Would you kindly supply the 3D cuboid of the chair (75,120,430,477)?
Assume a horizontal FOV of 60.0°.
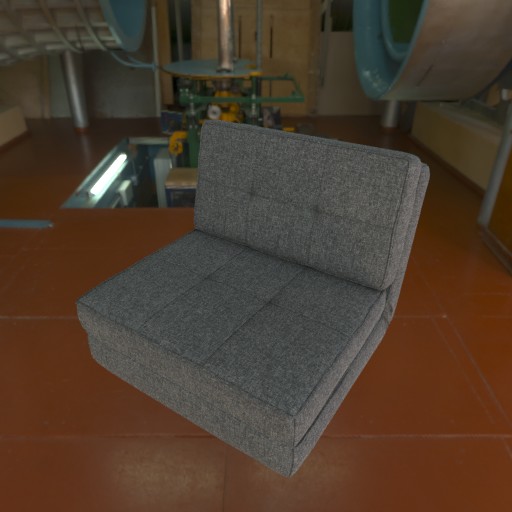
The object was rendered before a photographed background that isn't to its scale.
[{"bbox_3d":[0.000,0.000,1.317,0.740,0.615,0.800,19,36,29],"label":"chair"}]
